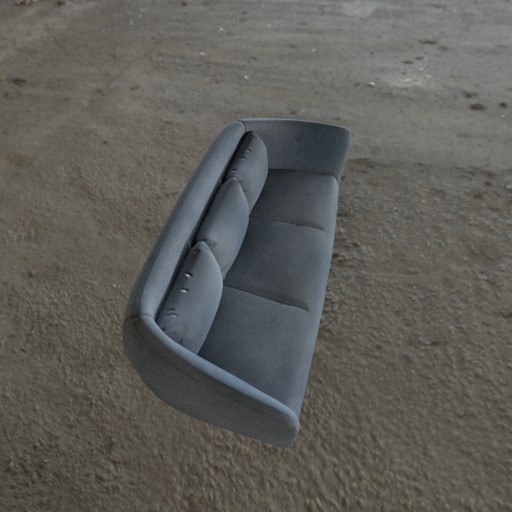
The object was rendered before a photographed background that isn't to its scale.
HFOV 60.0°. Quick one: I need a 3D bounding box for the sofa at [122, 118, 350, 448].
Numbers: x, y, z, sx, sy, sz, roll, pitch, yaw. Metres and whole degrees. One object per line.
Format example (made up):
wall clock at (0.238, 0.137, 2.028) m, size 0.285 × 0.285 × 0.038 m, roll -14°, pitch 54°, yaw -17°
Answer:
sofa at (0.000, 0.000, 2.553) m, size 0.849 × 0.795 × 2.095 m, roll 10°, pitch 47°, yaw 9°
